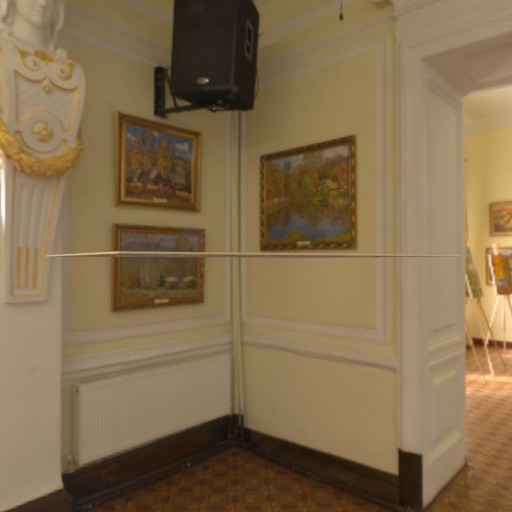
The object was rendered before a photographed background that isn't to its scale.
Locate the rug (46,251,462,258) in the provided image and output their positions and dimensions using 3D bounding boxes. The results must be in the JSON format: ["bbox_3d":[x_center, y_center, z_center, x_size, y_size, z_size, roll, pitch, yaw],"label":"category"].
[{"bbox_3d":[0.000,0.000,2.908,2.284,0.008,1.522,0,-1,-35],"label":"rug"}]
